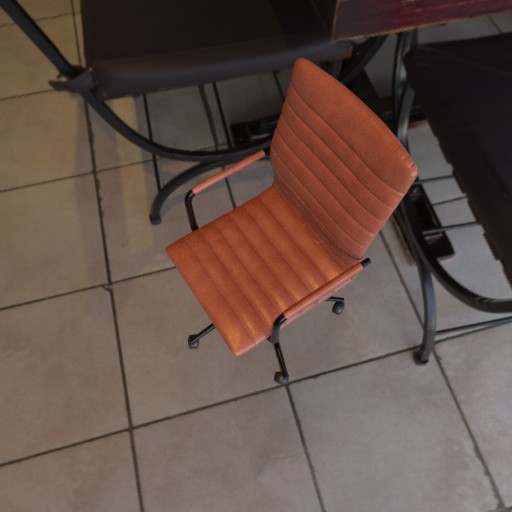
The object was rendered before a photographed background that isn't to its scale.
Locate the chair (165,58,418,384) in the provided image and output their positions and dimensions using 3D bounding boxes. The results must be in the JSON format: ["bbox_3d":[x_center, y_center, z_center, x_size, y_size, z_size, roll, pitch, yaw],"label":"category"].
[{"bbox_3d":[0.000,0.000,1.295,0.578,0.878,0.600,-31,67,-14],"label":"chair"}]
